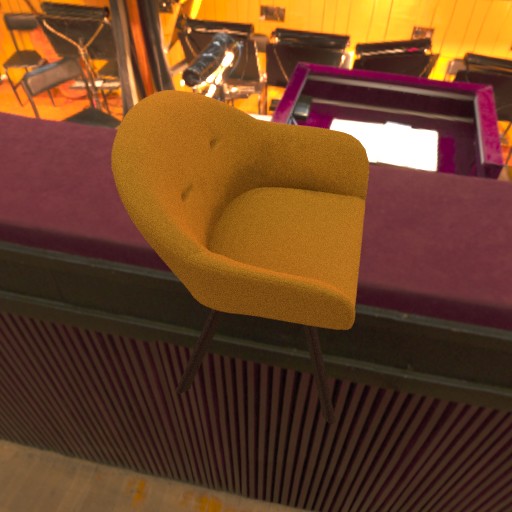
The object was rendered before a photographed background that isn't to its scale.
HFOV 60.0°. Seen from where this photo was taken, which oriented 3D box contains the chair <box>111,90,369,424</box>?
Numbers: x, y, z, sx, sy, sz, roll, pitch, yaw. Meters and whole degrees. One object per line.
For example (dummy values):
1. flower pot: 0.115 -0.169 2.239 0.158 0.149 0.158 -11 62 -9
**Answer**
1. chair: 0.000 0.000 1.167 0.565 0.775 0.545 10 47 9
